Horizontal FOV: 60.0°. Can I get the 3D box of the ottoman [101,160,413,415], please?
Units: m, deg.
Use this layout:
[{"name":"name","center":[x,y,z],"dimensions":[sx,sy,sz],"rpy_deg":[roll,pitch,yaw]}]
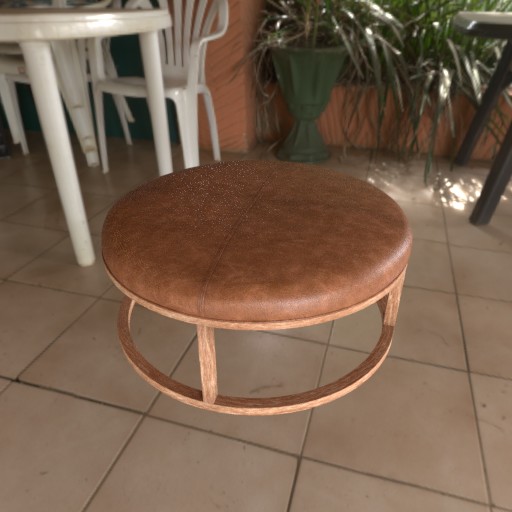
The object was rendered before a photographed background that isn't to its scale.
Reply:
[{"name":"ottoman","center":[0.000,0.000,1.552],"dimensions":[1.006,0.445,1.006],"rpy_deg":[0,31,0]}]
